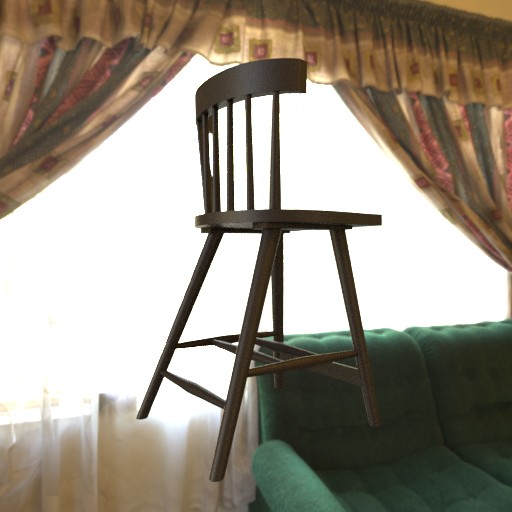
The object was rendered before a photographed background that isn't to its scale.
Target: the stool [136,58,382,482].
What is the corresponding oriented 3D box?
[{"bbox_3d":[0.000,0.000,1.275,0.549,0.953,0.494,0,0,-35],"label":"stool"}]
